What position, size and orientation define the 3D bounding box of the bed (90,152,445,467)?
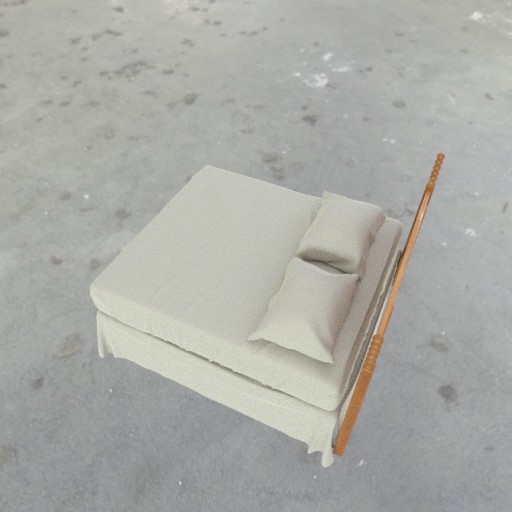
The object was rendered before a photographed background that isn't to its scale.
[{"bbox_3d":[0.000,0.000,3.227,2.040,1.356,1.873,19,49,18],"label":"bed"}]
